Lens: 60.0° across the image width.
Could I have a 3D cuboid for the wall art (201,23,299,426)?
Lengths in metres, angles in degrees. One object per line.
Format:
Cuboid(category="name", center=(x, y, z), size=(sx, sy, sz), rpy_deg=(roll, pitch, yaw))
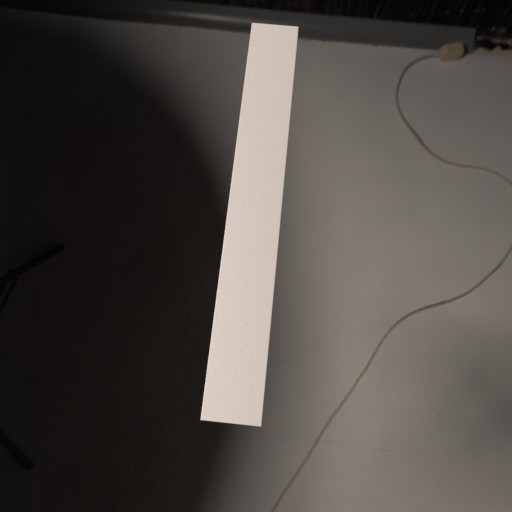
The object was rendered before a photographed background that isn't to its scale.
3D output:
Cuboid(category="wall art", center=(0.000, 0.000, 0.462), size=(0.038, 0.302, 0.305), rpy_deg=(6, 74, 2))
